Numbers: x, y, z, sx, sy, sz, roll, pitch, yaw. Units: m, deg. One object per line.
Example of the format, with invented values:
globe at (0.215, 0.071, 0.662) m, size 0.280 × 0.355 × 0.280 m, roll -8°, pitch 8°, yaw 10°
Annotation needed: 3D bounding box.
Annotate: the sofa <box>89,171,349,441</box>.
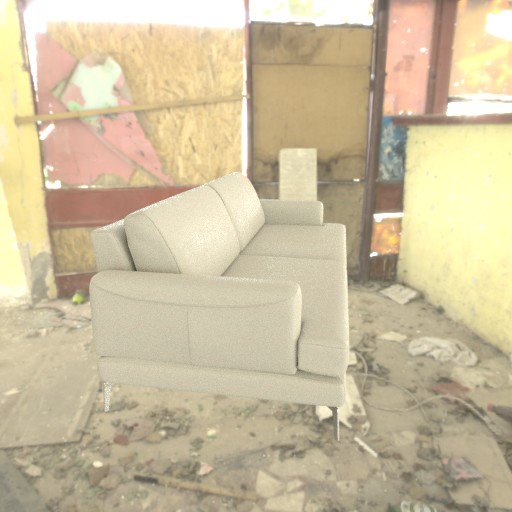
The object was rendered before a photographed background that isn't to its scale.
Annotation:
sofa at (0.000, 0.000, 2.406) m, size 0.974 × 0.765 × 1.940 m, roll 3°, pitch 16°, yaw 10°
